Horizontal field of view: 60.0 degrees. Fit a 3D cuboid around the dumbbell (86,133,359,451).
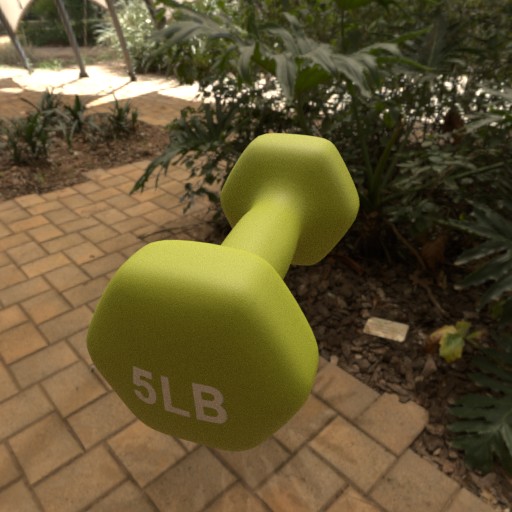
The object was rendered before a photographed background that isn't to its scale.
[{"bbox_3d":[0.000,0.000,0.201,0.080,0.072,0.164,10,33,15],"label":"dumbbell"}]
